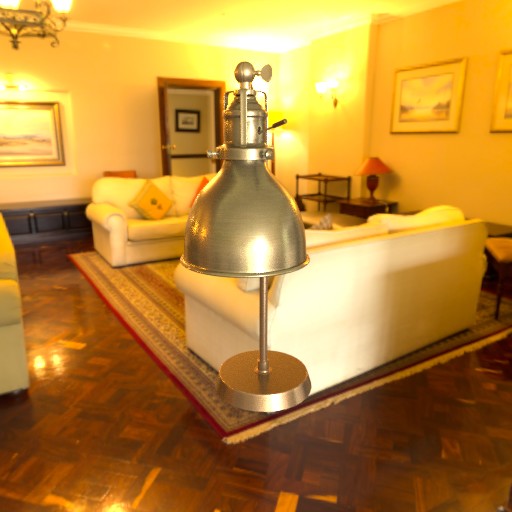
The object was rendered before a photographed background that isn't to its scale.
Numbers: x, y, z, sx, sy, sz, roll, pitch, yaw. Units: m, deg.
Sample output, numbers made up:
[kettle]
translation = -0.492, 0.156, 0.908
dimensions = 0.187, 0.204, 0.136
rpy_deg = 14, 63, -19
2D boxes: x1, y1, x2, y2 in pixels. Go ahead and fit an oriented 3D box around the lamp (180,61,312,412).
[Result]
[lamp]
translation = 0.000, 0.000, 0.585
dimensions = 0.153, 0.456, 0.286
rpy_deg = 3, 15, 10
